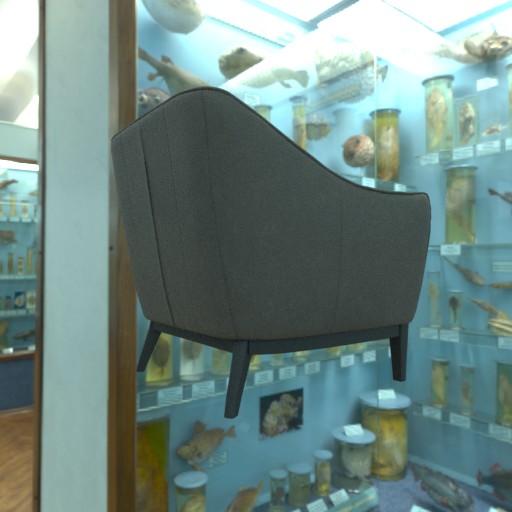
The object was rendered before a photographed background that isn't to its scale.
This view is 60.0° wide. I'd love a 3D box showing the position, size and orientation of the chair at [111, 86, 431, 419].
[{"bbox_3d":[0.000,0.000,1.548,0.852,0.830,0.871,1,-1,-37],"label":"chair"}]
